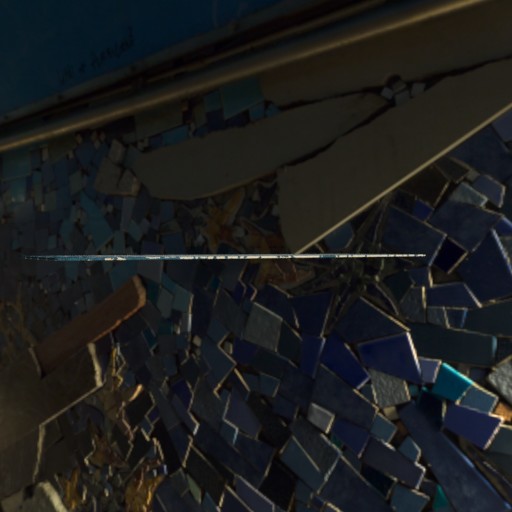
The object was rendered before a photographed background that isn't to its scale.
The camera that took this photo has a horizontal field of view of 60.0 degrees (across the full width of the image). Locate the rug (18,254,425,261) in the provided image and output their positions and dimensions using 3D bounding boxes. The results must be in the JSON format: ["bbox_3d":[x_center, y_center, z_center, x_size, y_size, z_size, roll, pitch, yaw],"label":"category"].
[{"bbox_3d":[0.000,0.000,2.670,2.435,0.011,0.750,-1,1,-38],"label":"rug"}]
